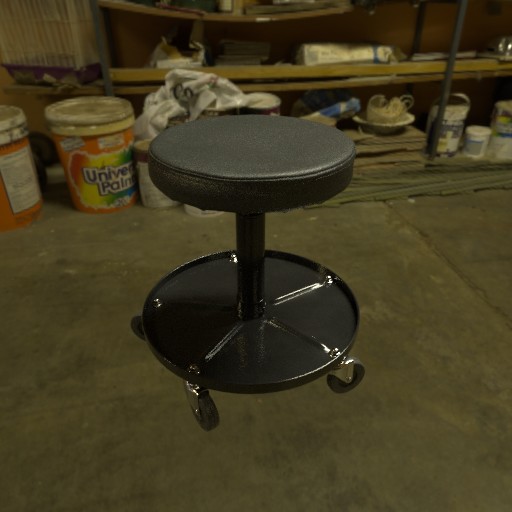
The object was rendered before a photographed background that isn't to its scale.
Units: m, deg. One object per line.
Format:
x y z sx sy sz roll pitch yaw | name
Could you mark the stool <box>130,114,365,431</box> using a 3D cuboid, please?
0.000 0.000 0.680 0.381 0.365 0.382 21 37 30 | stool
